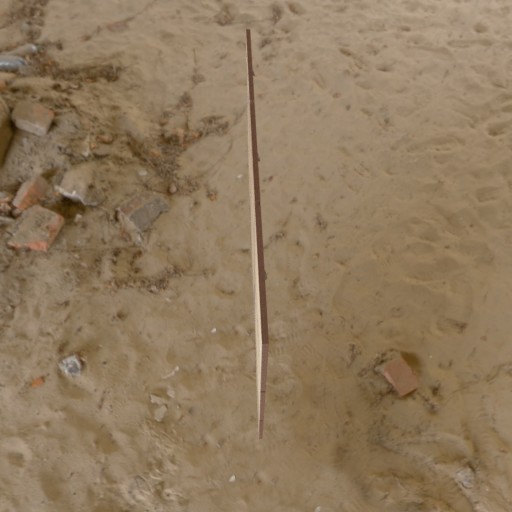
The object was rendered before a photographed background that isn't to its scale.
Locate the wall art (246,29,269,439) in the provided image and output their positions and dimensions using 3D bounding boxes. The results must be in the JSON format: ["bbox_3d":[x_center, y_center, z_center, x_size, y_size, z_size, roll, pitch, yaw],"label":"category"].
[{"bbox_3d":[0.000,0.000,1.836,0.024,1.218,1.221,-2,58,-1],"label":"wall art"}]
